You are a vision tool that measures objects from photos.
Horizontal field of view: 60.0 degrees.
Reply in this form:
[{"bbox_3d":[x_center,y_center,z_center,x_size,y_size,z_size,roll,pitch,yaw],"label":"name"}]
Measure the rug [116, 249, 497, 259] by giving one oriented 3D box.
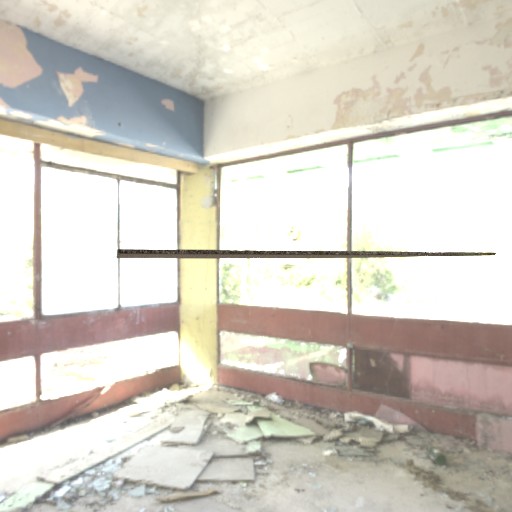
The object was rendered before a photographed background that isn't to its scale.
[{"bbox_3d":[0.000,0.000,3.997,2.401,0.025,3.000,0,-1,-18],"label":"rug"}]
